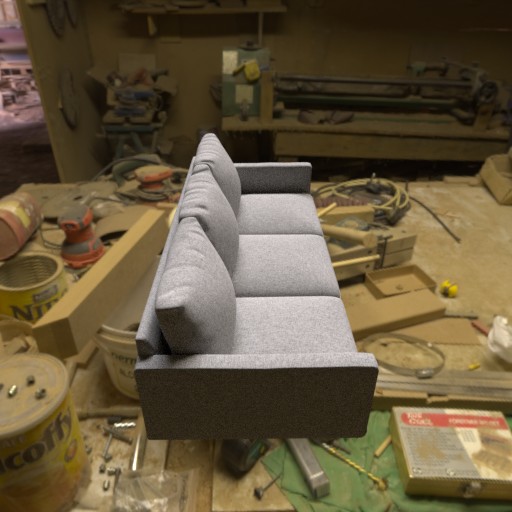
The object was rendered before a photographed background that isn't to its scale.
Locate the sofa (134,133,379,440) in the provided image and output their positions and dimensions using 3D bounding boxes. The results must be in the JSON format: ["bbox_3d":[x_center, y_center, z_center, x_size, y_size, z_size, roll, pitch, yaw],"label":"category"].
[{"bbox_3d":[0.000,0.000,2.414,0.850,0.830,2.000,0,32,-1],"label":"sofa"}]
